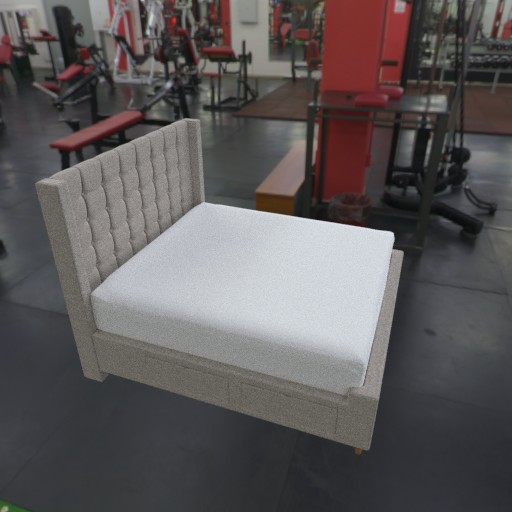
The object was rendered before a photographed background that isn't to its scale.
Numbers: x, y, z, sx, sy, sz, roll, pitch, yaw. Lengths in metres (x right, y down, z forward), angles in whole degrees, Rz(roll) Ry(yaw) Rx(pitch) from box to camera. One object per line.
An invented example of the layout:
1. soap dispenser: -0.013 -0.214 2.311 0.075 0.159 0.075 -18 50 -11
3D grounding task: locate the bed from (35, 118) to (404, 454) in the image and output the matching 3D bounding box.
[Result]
1. bed: 0.000 0.000 3.801 2.372 1.748 2.044 10 31 18
